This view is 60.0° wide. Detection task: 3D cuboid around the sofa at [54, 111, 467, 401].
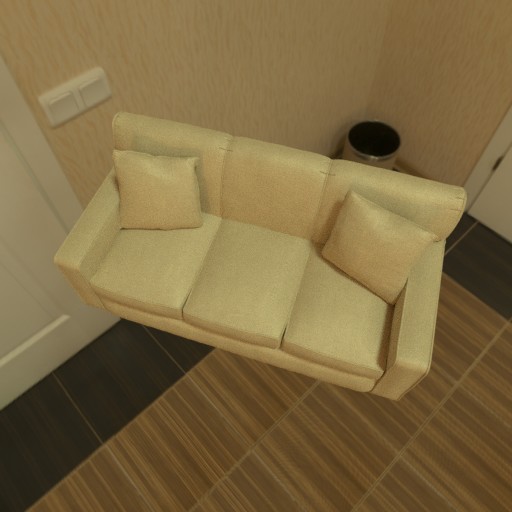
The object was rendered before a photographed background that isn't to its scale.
[{"bbox_3d":[0.000,0.000,2.586,2.024,0.958,0.997,15,59,9],"label":"sofa"}]
